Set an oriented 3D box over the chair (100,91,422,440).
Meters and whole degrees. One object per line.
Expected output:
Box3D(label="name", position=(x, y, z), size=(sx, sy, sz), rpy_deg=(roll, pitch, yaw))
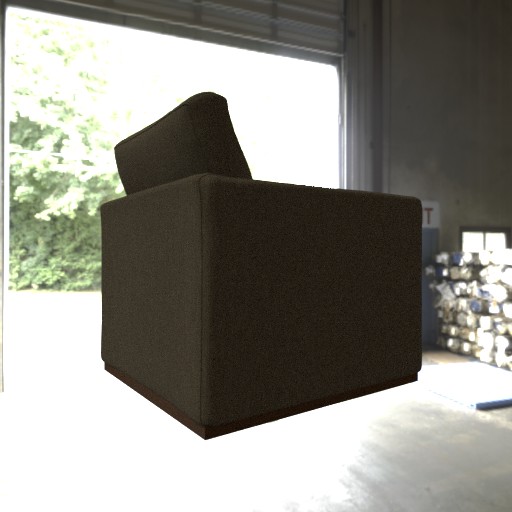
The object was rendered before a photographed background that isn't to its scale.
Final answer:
Box3D(label="chair", position=(0.000, 0.000, 1.502), size=(0.834, 0.811, 0.763), rpy_deg=(0, 0, -36))
